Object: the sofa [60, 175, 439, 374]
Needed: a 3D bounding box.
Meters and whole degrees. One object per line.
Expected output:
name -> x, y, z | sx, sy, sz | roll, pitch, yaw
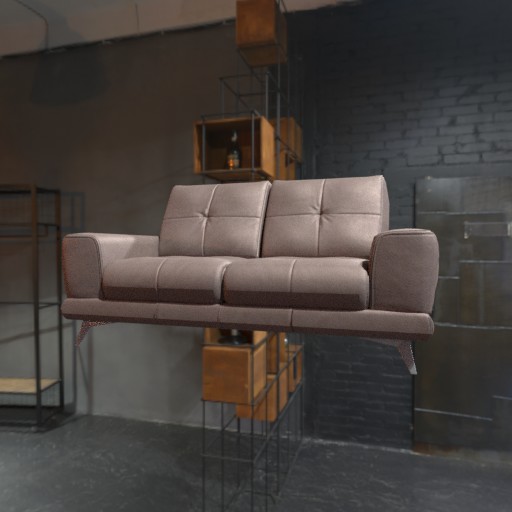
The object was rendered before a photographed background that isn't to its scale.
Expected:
sofa -> 0.000, 0.000, 2.424 | 1.806, 0.907, 1.018 | 0, 1, 18
